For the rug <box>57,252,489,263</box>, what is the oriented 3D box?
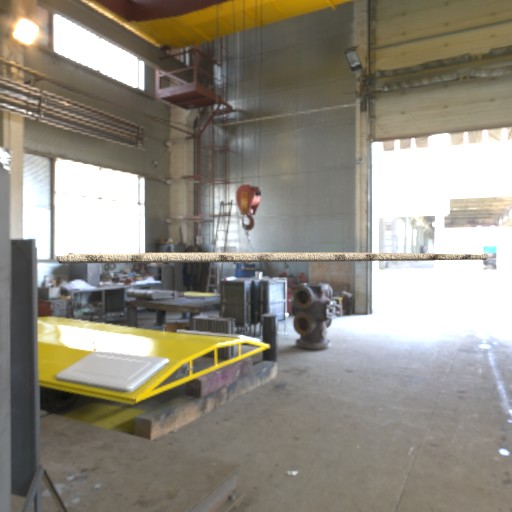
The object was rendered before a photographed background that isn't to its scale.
[{"bbox_3d":[0.000,0.000,2.117,1.600,0.025,1.200,0,1,-17],"label":"rug"}]
